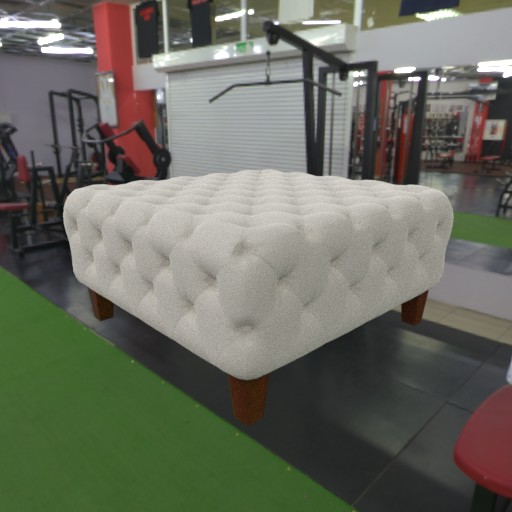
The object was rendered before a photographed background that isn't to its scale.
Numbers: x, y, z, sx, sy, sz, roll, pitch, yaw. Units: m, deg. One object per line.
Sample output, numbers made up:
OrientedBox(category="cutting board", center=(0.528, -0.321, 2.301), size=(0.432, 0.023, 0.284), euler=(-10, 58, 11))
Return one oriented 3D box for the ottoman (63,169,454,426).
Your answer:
OrientedBox(category="ottoman", center=(0.000, 0.000, 1.200), size=(0.755, 0.376, 0.753), euler=(-15, 23, -41))
